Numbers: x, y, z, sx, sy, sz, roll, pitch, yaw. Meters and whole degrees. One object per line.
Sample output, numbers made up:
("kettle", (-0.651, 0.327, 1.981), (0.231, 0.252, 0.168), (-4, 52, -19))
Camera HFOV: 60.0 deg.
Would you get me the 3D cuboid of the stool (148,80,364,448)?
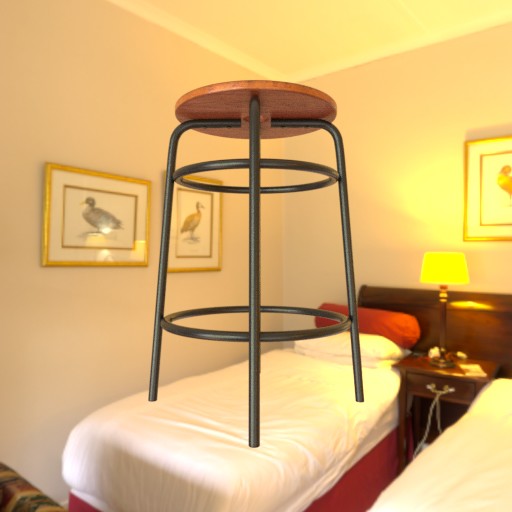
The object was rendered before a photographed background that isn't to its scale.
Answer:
("stool", (0.000, 0.000, 0.932), (0.455, 0.610, 0.455), (0, 0, 1))
